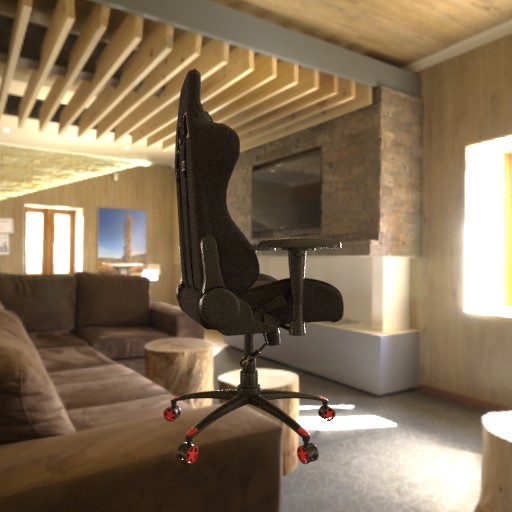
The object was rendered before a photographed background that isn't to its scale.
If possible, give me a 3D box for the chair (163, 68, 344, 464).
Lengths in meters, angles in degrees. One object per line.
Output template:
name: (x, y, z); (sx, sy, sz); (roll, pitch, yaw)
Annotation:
chair: (0.000, 0.000, 1.702); (0.658, 1.326, 0.695); (0, 0, -18)
